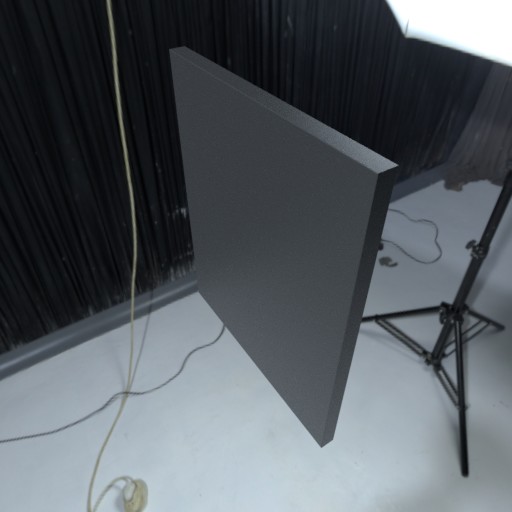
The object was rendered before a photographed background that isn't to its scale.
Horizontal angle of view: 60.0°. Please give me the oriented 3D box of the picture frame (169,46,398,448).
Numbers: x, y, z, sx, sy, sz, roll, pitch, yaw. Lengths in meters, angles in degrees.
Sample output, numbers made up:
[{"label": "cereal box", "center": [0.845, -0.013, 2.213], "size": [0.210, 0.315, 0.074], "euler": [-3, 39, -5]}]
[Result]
[{"label": "picture frame", "center": [0.000, 0.000, 0.753], "size": [0.028, 0.556, 0.460], "euler": [-24, 46, -25]}]
